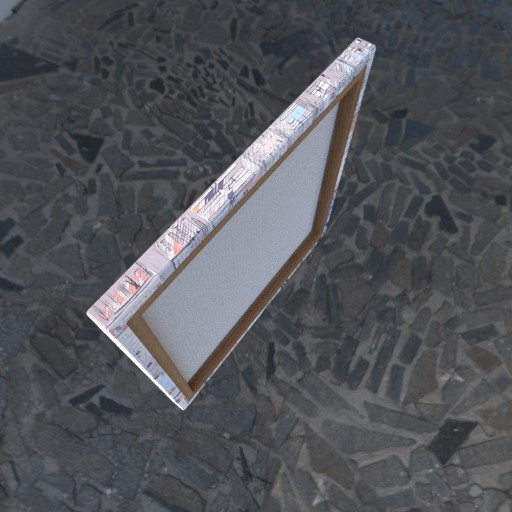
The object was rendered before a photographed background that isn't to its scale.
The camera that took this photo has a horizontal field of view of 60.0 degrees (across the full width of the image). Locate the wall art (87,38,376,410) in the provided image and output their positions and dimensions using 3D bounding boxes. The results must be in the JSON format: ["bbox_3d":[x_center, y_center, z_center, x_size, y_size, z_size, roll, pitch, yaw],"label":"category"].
[{"bbox_3d":[0.000,0.000,1.113,0.048,0.762,0.761,34,68,16],"label":"wall art"}]
